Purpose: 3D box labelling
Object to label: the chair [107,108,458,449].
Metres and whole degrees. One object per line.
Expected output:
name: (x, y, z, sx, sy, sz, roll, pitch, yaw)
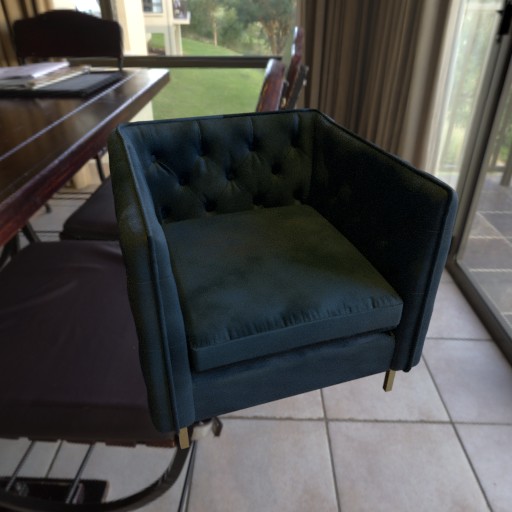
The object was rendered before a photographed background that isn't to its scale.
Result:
chair: (0.000, 0.000, 1.528, 0.868, 0.771, 0.877, -10, 32, -15)
